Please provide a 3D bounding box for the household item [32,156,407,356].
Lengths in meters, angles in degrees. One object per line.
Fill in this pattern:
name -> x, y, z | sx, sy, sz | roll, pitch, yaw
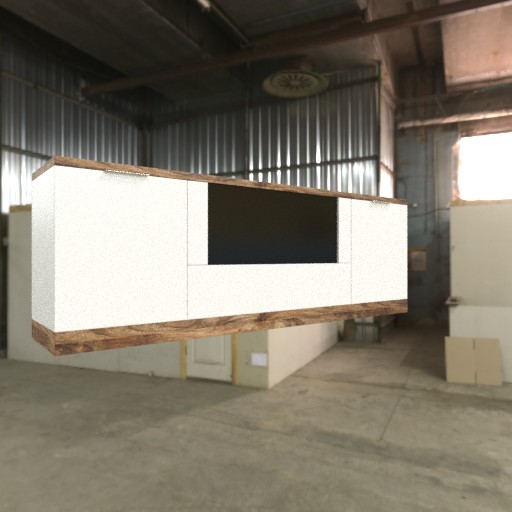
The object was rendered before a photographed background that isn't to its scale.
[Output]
household item -> 0.000, 0.000, 2.038 | 1.800, 0.615, 0.390 | 0, 0, -36
